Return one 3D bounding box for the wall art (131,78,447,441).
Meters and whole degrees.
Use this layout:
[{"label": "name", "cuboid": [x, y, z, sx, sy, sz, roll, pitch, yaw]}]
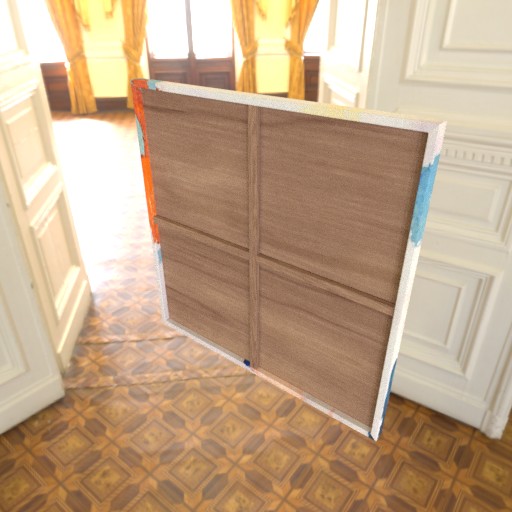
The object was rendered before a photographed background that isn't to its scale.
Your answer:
[{"label": "wall art", "cuboid": [0.000, 0.000, 1.177, 0.814, 0.814, 0.037, 21, 36, 32]}]
